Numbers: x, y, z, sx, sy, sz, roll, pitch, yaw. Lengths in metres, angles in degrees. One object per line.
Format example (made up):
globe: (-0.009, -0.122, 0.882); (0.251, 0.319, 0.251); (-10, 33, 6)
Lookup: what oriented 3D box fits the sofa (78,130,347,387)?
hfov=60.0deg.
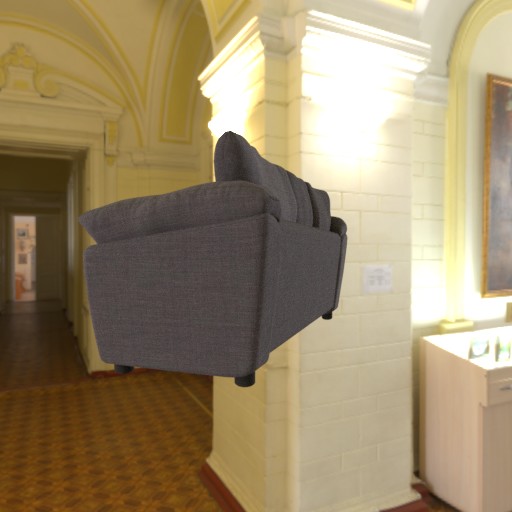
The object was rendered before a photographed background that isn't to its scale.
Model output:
sofa: (0.000, 0.000, 2.882); (0.883, 1.080, 2.336); (0, 1, 19)
